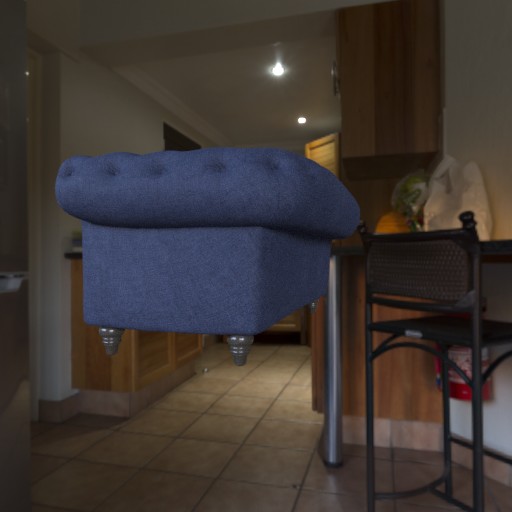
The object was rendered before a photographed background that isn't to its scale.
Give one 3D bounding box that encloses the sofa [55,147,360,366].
[{"bbox_3d":[0.000,0.000,2.481,1.082,0.833,1.988,0,1,18],"label":"sofa"}]
